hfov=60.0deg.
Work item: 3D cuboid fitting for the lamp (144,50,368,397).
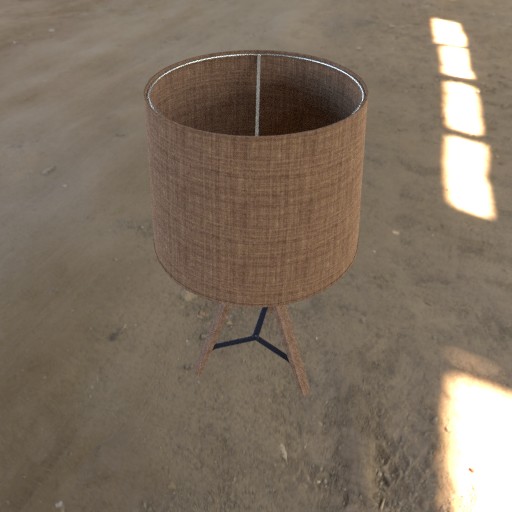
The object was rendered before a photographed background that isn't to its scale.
[{"bbox_3d":[0.000,0.000,0.669,0.290,0.514,0.290,0,42,0],"label":"lamp"}]
